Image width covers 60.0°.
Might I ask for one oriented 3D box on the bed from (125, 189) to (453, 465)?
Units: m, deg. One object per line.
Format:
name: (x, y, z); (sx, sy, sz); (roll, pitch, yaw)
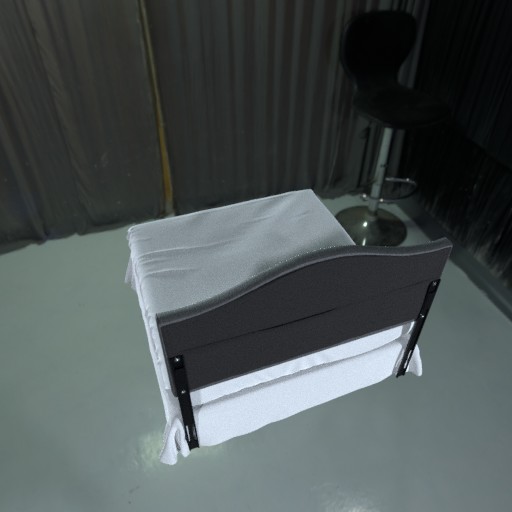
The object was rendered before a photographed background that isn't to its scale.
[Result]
bed: (0.000, 0.000, 3.804); (2.314, 1.651, 2.219); (-14, 43, -15)
